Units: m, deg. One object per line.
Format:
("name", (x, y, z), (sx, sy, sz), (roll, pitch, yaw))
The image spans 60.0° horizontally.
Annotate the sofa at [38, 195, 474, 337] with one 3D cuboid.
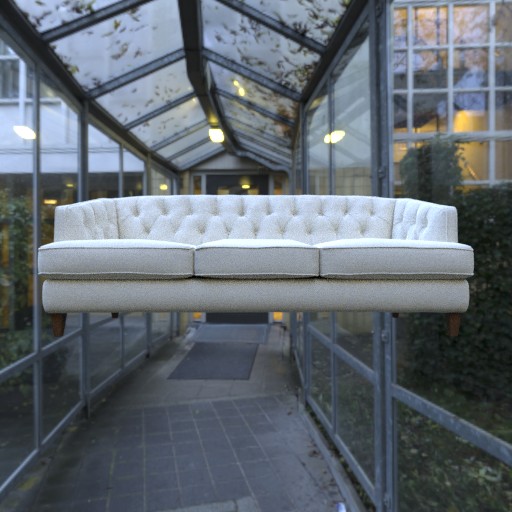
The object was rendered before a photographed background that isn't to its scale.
("sofa", (0.000, 0.000, 2.719), (2.278, 0.855, 0.941), (0, 0, 0))
